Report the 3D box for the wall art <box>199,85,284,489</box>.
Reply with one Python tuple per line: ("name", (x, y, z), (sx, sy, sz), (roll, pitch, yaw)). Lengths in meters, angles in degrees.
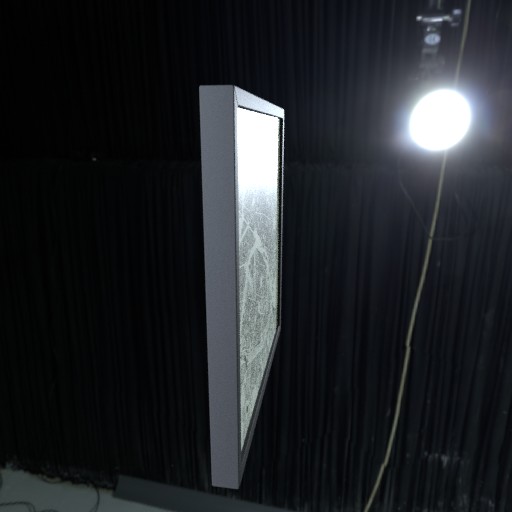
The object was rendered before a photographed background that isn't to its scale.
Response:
("wall art", (0.000, 0.000, 0.769), (0.037, 0.508, 0.508), (3, 16, 9))
